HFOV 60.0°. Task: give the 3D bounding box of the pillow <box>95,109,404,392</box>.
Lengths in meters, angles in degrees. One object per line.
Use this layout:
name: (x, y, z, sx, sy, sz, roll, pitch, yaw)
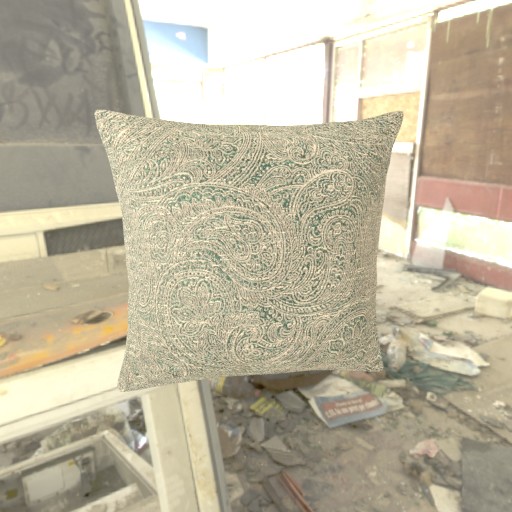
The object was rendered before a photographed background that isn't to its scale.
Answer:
pillow: (0.000, 0.000, 0.807, 0.526, 0.507, 0.166, -2, 16, -8)
